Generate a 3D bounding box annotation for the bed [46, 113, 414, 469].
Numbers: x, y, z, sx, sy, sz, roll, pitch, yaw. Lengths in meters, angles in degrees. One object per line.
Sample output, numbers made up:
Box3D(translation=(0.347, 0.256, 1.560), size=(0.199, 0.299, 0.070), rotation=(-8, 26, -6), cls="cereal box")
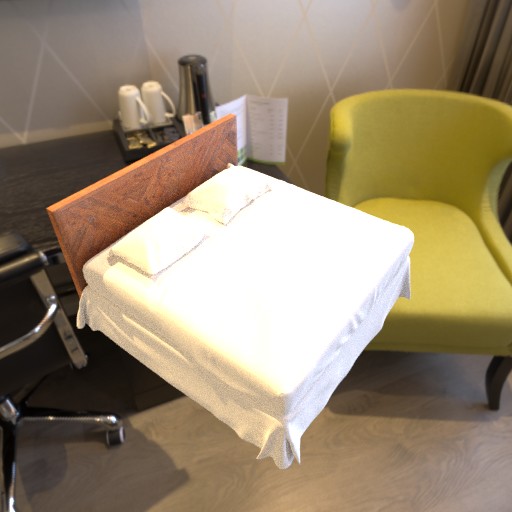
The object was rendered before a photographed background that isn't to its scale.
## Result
Box3D(translation=(0.000, 0.000, 3.578), size=(2.165, 1.158, 2.255), rotation=(26, 47, 27), cls="bed")
